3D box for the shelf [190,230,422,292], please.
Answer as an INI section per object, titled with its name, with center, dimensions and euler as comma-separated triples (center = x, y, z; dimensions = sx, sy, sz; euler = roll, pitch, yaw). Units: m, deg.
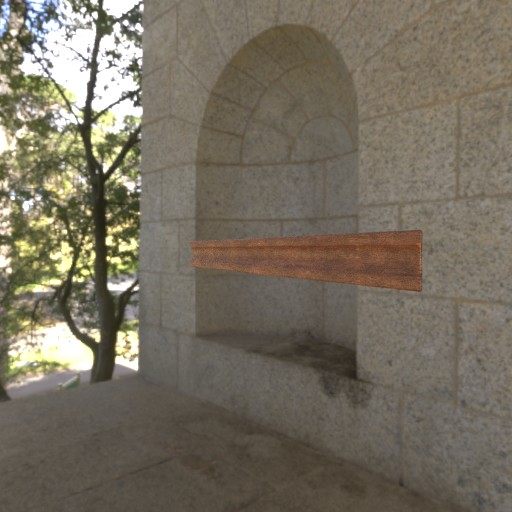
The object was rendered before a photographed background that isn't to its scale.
[shelf]
center = 0.000, 0.000, 0.435
dimensions = 0.296, 0.035, 0.296
euler = 0, 1, 19
